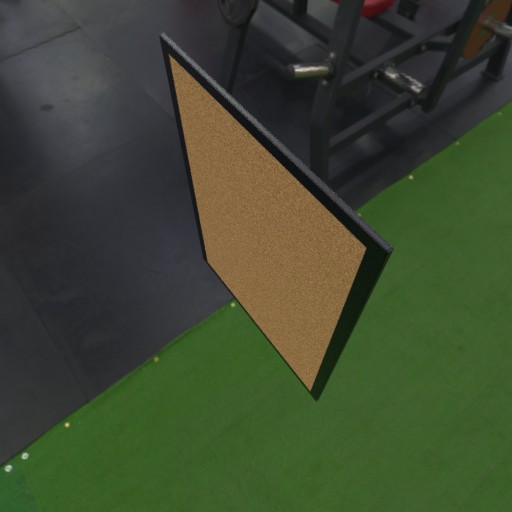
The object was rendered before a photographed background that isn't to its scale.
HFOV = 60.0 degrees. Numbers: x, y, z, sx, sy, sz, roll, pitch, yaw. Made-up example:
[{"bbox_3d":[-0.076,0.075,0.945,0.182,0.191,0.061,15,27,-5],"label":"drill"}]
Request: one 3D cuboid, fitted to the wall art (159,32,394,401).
[{"bbox_3d":[0.000,0.000,1.250,0.013,0.967,0.707,-32,64,-18],"label":"wall art"}]
